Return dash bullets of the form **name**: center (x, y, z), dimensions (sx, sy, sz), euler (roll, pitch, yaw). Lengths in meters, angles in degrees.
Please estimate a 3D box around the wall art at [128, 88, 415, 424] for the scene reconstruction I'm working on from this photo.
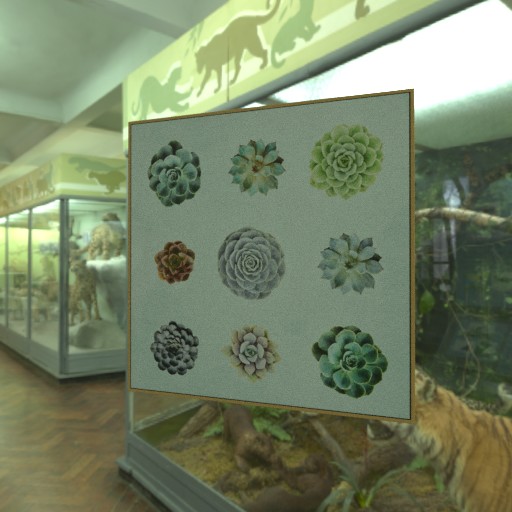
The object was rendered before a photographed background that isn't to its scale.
- **wall art**: center (0.000, 0.000, 1.427), dimensions (0.962, 0.959, 0.013), euler (0, 0, 19)
